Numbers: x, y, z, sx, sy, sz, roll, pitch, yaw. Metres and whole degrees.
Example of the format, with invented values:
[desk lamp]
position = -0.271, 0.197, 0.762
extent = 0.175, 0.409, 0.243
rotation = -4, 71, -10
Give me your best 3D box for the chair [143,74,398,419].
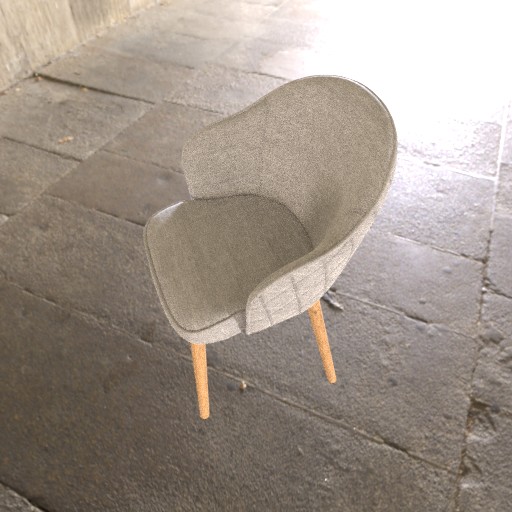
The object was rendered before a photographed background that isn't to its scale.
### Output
[chair]
position = 0.000, 0.000, 1.142
extent = 0.530, 0.800, 0.540
rotation = -15, 48, -14
